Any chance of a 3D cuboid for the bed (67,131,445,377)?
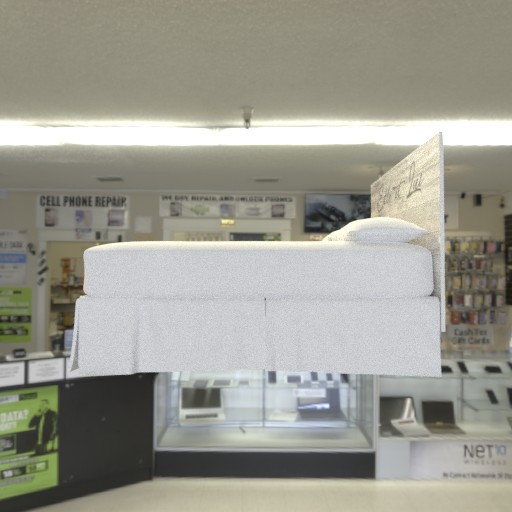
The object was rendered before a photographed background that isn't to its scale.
[{"bbox_3d":[0.000,0.000,3.203,2.094,1.335,1.745,0,-1,1],"label":"bed"}]
